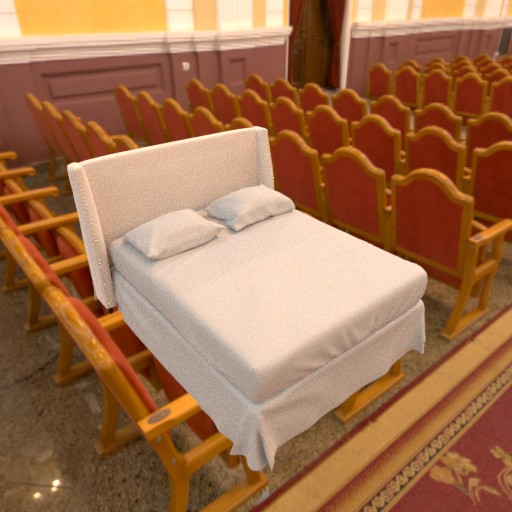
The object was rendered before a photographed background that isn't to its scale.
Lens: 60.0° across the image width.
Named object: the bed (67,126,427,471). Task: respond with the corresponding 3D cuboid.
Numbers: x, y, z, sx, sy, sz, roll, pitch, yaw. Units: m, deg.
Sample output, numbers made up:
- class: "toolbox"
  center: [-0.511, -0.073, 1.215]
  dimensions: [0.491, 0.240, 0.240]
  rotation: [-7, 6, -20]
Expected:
- class: "bed"
  center: [0.000, 0.000, 3.458]
  dimensions: [1.925, 1.332, 2.276]
  rotation: [-22, 37, -33]
